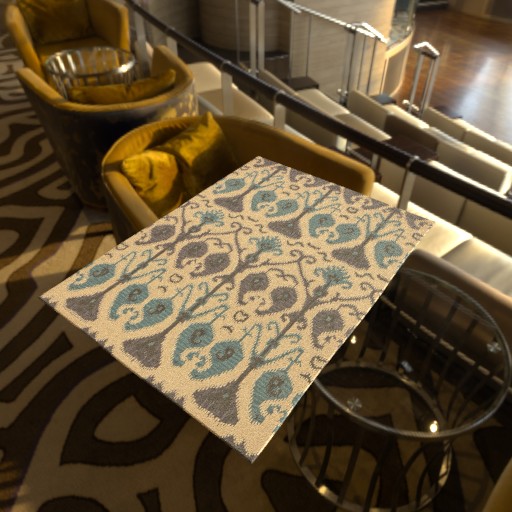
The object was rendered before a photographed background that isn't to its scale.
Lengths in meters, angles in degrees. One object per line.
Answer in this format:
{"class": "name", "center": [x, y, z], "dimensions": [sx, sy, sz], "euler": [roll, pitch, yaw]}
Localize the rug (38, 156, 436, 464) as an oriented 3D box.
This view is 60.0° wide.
{"class": "rug", "center": [0.000, 0.000, 3.025], "dimensions": [1.676, 0.013, 2.261], "euler": [27, 48, 27]}
